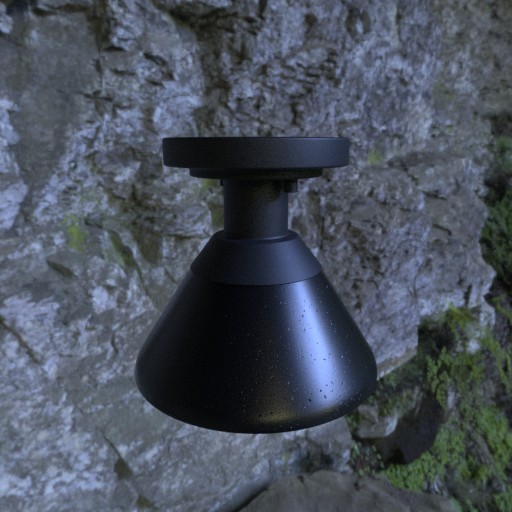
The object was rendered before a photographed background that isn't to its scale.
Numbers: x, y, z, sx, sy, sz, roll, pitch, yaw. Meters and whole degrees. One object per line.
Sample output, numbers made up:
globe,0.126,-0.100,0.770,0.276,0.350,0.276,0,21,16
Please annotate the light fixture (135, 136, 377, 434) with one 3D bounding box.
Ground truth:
light fixture,0.000,0.000,0.357,0.200,0.183,0.200,0,14,0
